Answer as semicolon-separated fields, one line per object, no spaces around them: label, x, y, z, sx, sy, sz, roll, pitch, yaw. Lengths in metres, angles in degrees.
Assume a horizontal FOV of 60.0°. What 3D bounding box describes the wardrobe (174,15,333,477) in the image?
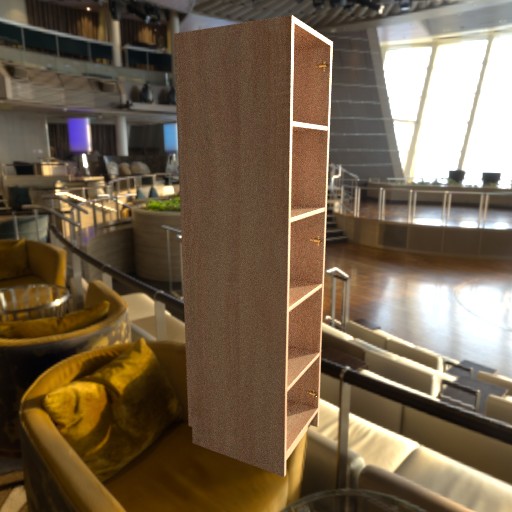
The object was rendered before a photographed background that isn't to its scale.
wardrobe;0.000;0.000;2.335;0.588;2.117;0.496;7;15;27
